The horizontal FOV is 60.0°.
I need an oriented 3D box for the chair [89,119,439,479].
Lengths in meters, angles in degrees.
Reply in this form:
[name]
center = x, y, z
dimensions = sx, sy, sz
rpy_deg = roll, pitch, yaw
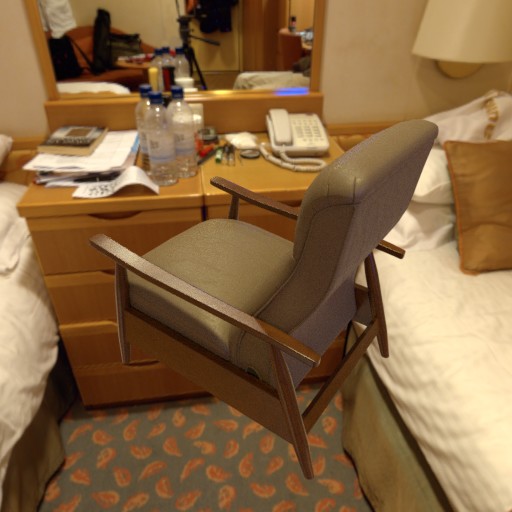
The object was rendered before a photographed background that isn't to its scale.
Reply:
[chair]
center = 0.000, 0.000, 1.716
dimensions = 1.014, 1.082, 0.762
rpy_deg = 21, 37, 29
